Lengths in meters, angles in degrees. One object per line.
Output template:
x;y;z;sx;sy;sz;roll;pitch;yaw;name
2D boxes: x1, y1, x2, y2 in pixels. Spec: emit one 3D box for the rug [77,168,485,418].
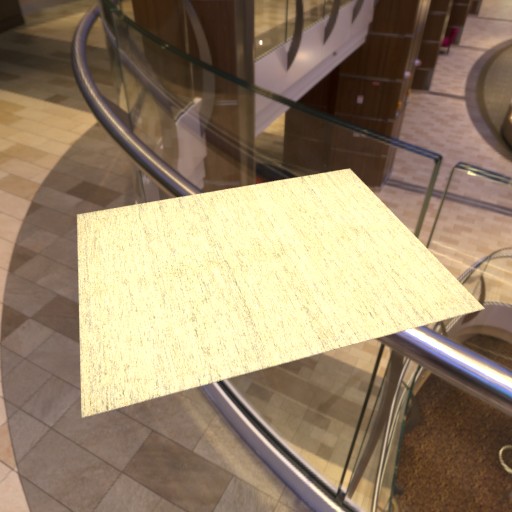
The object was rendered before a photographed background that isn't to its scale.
0.000;0.000;4.181;3.201;0.014;2.437;-12;42;-13;rug
